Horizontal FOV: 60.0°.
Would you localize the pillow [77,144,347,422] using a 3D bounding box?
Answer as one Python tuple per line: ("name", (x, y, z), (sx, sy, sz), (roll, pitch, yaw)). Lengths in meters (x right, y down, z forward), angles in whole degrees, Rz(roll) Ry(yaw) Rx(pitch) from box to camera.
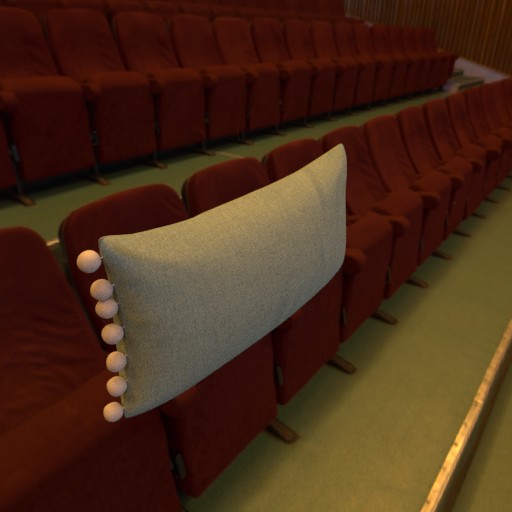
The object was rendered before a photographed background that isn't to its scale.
("pillow", (0.000, 0.000, 0.851), (0.201, 0.322, 0.709), (19, 31, 33))
